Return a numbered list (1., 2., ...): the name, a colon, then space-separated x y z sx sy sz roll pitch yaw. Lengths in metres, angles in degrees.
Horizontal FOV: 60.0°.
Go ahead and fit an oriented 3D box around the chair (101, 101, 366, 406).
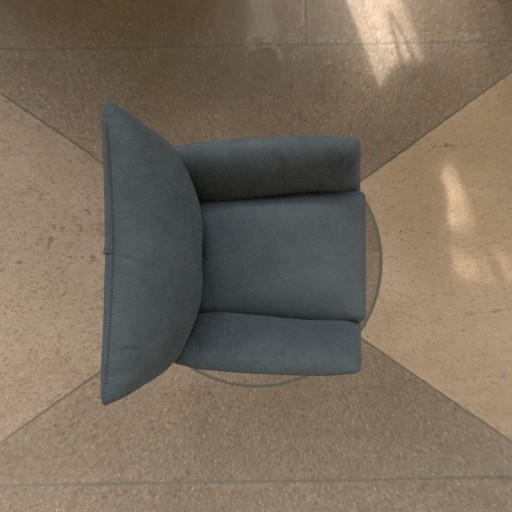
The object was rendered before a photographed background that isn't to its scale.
1. chair: 0.000 0.000 1.391 0.709 0.858 0.678 0 89 0
